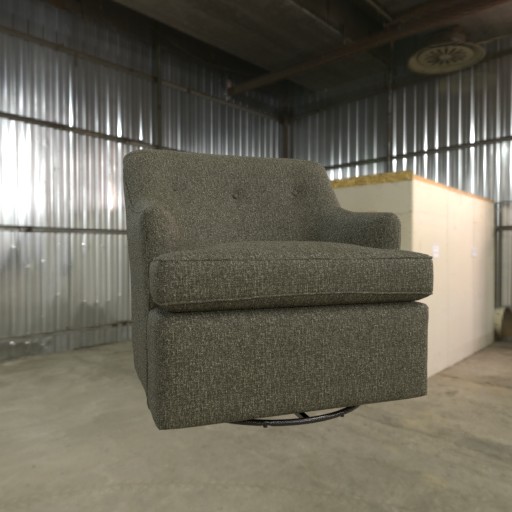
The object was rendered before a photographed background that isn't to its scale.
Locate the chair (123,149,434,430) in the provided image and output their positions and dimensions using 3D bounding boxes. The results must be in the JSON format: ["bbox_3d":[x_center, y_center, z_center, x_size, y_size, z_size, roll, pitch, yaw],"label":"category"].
[{"bbox_3d":[0.000,0.000,1.539,0.864,0.856,0.923,0,1,-19],"label":"chair"}]
